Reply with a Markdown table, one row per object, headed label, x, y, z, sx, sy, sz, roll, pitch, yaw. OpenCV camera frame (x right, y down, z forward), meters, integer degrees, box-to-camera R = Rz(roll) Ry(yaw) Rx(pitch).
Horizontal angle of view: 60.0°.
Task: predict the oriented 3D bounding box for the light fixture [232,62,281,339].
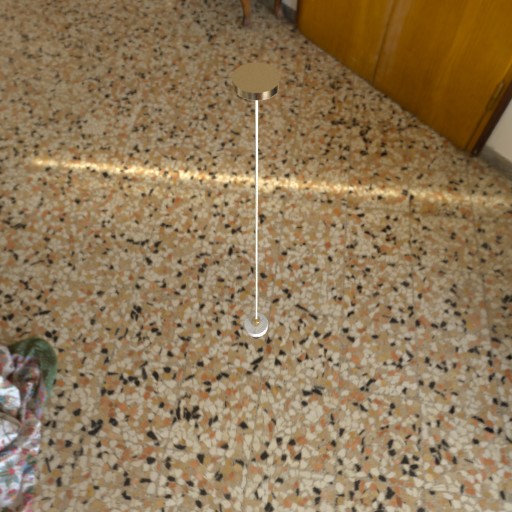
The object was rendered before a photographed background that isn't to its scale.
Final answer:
| label | x | y | z | sx | sy | sz | roll | pitch | yaw |
| --- | --- | --- | --- | --- | --- | --- | --- | --- | --- |
| light fixture | 0.000 | 0.000 | 1.808 | 0.129 | 1.669 | 0.129 | 15 | 59 | 9 |
